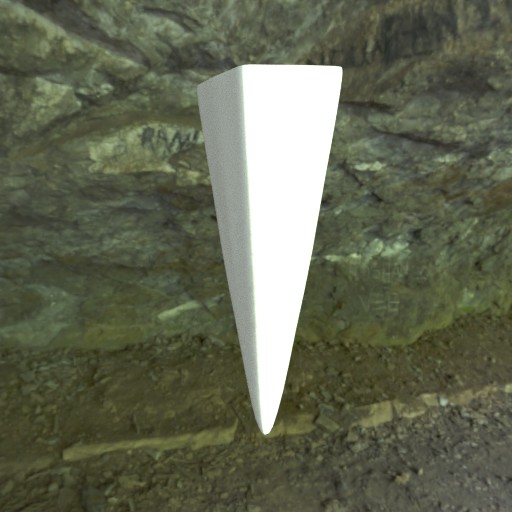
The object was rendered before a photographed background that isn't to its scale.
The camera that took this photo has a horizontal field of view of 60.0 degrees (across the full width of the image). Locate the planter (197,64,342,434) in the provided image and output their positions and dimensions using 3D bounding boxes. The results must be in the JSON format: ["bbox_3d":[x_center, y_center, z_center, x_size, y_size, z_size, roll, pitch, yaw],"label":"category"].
[{"bbox_3d":[0.000,0.000,0.392,0.143,0.338,0.065,0,1,19],"label":"planter"}]
